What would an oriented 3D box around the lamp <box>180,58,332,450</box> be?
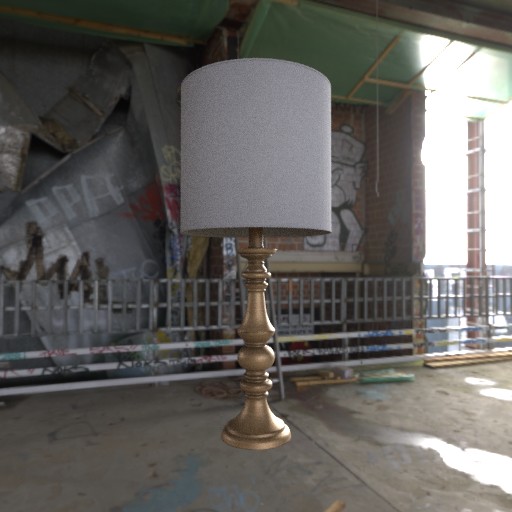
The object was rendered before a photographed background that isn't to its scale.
[{"bbox_3d":[0.000,0.000,0.743,0.250,0.597,0.250,0,-1,1],"label":"lamp"}]
